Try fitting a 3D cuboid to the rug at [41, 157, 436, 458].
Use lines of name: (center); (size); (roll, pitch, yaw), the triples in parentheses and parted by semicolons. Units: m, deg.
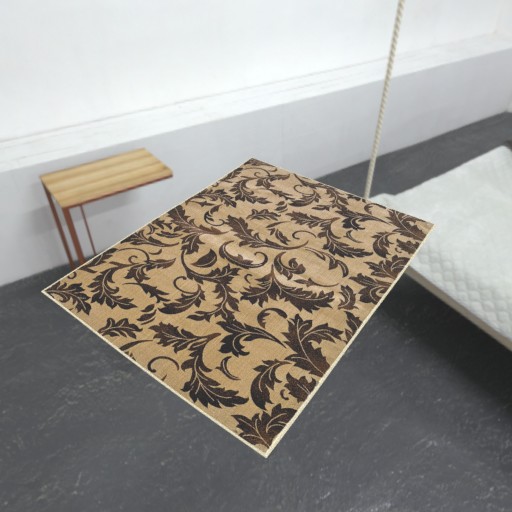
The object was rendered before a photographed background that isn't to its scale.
rug: (0.000, 0.000, 4.129); (2.380, 0.008, 2.977); (26, 47, 27)
